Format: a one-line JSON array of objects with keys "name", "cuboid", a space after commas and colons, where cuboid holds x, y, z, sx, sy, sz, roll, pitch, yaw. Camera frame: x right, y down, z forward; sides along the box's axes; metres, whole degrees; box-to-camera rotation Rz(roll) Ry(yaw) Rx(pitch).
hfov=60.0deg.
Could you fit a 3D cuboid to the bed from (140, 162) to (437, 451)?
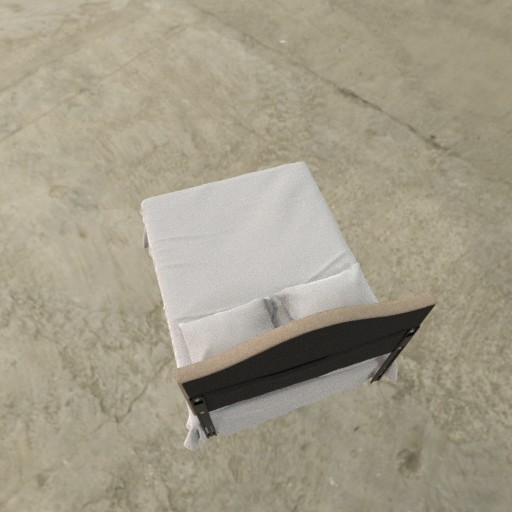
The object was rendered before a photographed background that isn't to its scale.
[{"name": "bed", "cuboid": [0.000, 0.000, 3.553, 1.876, 1.645, 2.221, -15, 59, -10]}]
